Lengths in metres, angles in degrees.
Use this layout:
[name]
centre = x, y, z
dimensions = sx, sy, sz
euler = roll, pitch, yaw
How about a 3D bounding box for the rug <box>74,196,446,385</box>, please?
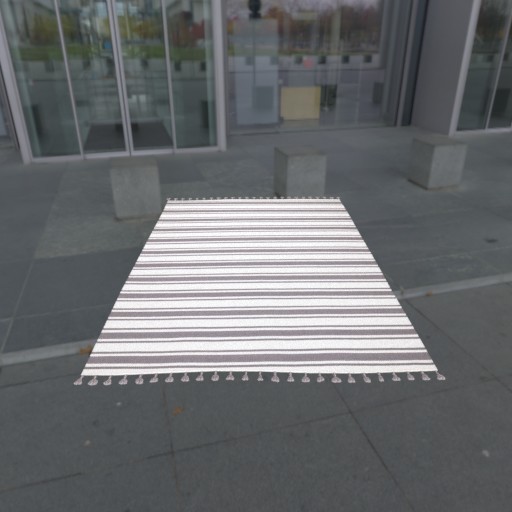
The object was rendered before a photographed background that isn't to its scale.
[rug]
centre = 0.000, 0.000, 2.938
dimensions = 1.563, 0.014, 2.425
euler = 0, 26, -1
